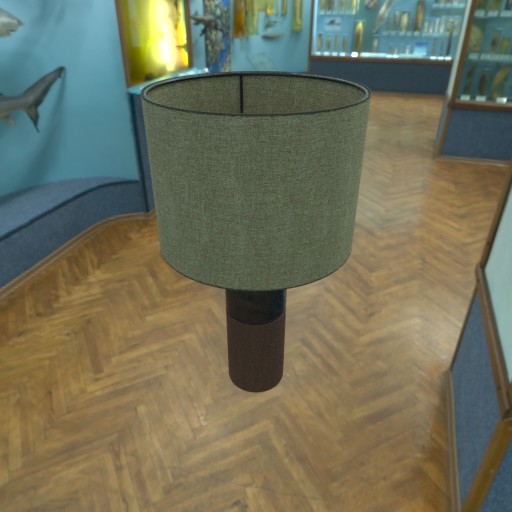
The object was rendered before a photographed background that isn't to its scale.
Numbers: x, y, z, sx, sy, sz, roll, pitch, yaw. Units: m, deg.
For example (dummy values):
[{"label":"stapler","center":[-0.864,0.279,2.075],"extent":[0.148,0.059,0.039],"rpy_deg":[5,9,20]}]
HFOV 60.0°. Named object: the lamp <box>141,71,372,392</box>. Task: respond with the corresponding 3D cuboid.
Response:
[{"label":"lamp","center":[0.000,0.000,0.485],"extent":[0.202,0.350,0.202],"rpy_deg":[0,31,0]}]
